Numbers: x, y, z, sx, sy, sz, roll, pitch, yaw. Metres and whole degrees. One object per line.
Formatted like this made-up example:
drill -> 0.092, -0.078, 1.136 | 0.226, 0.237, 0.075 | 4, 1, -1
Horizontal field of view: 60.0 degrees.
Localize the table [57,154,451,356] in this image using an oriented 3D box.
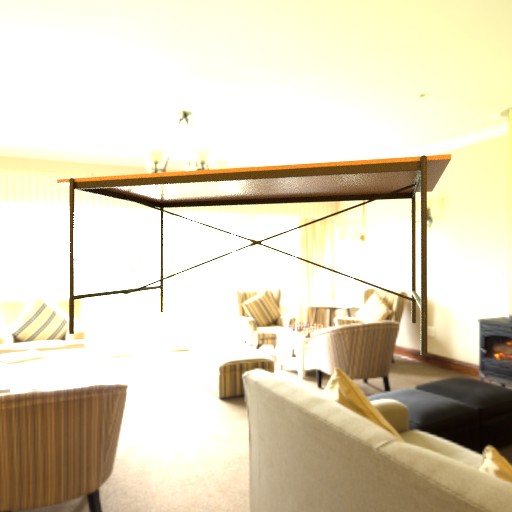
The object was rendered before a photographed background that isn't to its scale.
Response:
table -> 0.000, 0.000, 2.335 | 1.800, 0.758, 0.900 | 0, 0, 17
